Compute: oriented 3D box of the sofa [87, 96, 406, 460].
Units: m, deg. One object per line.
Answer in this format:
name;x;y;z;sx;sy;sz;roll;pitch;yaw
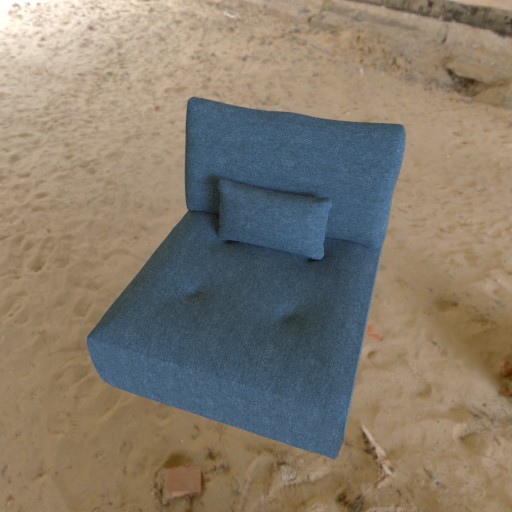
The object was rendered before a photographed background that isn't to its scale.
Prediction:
sofa;0.000;0.000;1.716;0.930;0.820;1.000;13;42;14
